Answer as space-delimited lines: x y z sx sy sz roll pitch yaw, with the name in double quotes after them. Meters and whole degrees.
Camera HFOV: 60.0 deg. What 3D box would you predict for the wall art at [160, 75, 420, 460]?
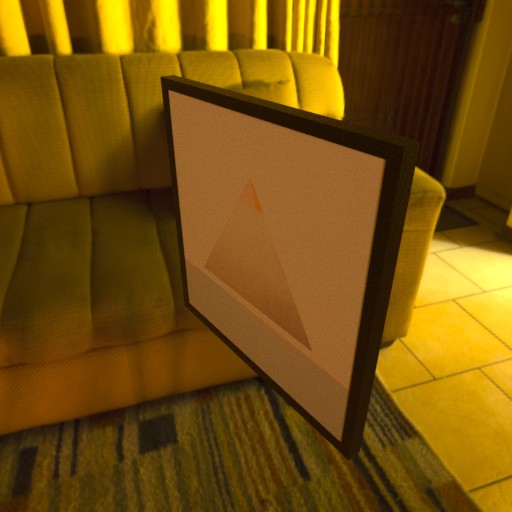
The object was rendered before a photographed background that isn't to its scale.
0.000 0.000 0.755 0.028 0.511 0.513 -22 38 -32 "wall art"
